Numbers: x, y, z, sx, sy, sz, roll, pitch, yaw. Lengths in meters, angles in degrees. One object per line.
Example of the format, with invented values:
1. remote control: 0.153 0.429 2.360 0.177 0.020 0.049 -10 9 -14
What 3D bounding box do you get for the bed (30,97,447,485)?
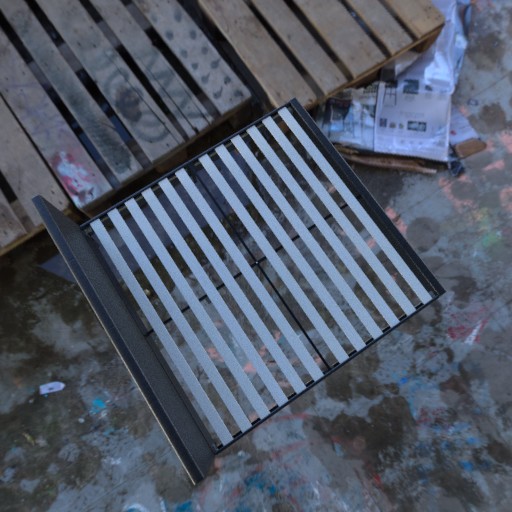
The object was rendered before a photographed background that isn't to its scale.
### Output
1. bed: 0.000 0.000 3.281 2.152 1.046 2.018 -33 78 -8
